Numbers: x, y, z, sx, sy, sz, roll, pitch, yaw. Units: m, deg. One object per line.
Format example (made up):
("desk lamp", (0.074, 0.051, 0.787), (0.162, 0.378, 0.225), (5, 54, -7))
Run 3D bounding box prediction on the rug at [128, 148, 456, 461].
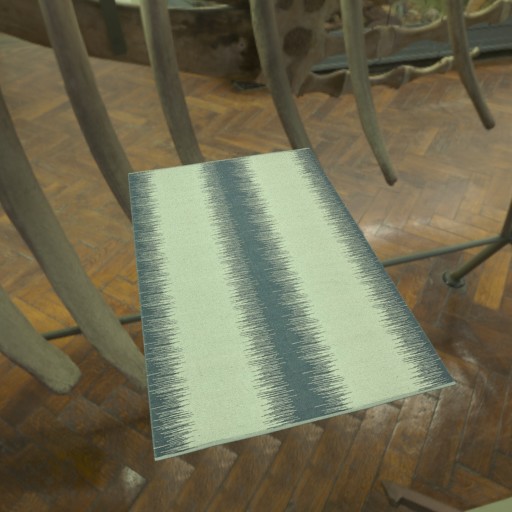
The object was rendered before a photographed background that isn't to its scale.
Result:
("rug", (0.000, 0.000, 2.343), (1.234, 0.006, 1.854), (-10, 47, -10))
